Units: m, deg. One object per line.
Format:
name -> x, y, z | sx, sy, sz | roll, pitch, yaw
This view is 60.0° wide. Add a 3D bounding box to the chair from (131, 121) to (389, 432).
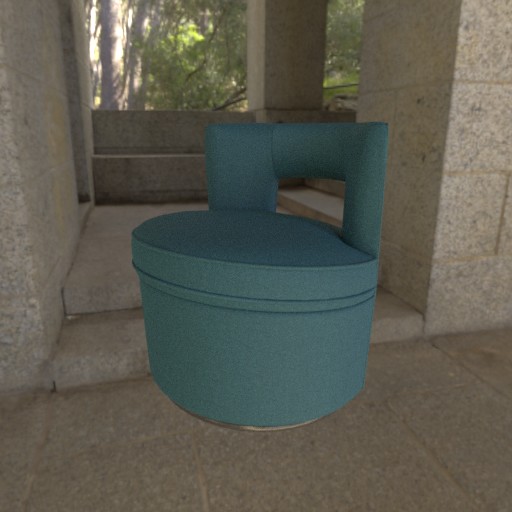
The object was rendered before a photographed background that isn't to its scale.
chair -> 0.000, 0.000, 1.226 | 0.660, 0.711, 0.684 | -15, 22, -42
